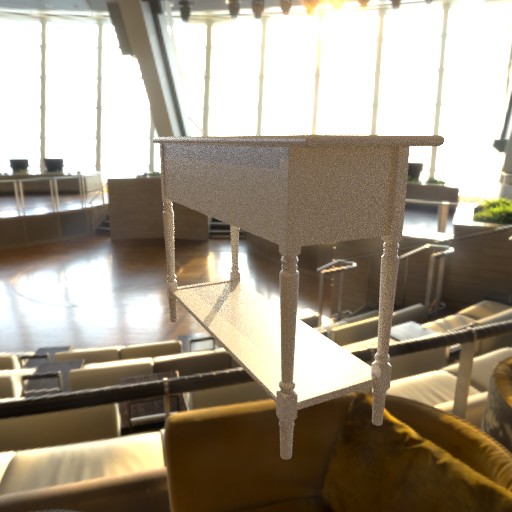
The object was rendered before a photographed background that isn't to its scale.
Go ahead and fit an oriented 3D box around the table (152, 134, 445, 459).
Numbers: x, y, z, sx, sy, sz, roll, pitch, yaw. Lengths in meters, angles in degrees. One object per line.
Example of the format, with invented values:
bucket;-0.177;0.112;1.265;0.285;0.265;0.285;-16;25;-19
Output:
table;0.000;0.000;1.564;0.386;0.814;1.191;-7;16;-26
